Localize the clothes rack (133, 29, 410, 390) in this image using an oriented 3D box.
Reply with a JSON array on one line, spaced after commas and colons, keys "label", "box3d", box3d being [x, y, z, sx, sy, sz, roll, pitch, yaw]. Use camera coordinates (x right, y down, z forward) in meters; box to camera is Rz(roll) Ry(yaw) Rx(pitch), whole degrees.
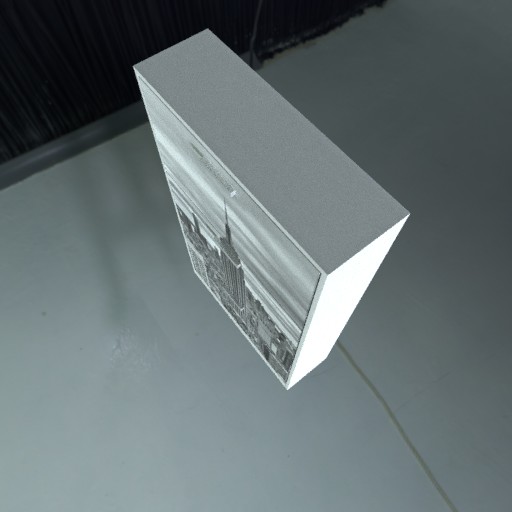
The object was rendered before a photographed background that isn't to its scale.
[{"label": "clothes rack", "box3d": [0.000, 0.000, 1.614, 0.250, 1.280, 0.750, -35, 68, -16]}]
